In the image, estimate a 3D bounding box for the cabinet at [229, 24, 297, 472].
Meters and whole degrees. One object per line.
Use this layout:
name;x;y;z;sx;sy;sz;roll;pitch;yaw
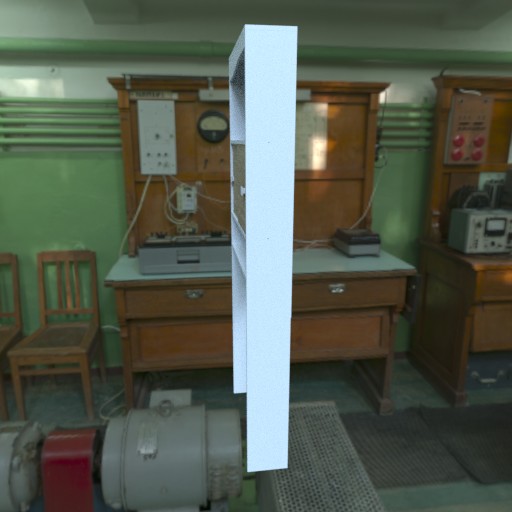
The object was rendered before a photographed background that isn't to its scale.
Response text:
cabinet;0.000;0.000;2.022;0.192;1.770;0.643;-2;15;-8
